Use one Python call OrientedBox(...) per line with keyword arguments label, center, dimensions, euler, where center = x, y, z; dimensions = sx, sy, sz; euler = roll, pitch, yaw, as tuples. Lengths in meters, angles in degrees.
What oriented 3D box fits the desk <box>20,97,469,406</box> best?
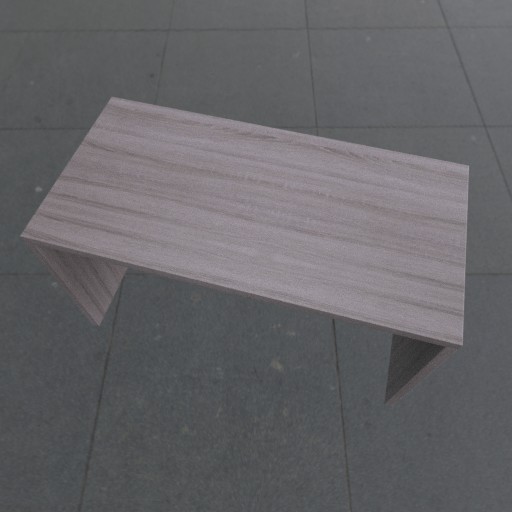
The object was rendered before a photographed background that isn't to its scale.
OrientedBox(label="desk", center=(0.000, 0.000, 1.815), dimensions=(1.380, 0.745, 0.690), euler=(13, 60, 8))
